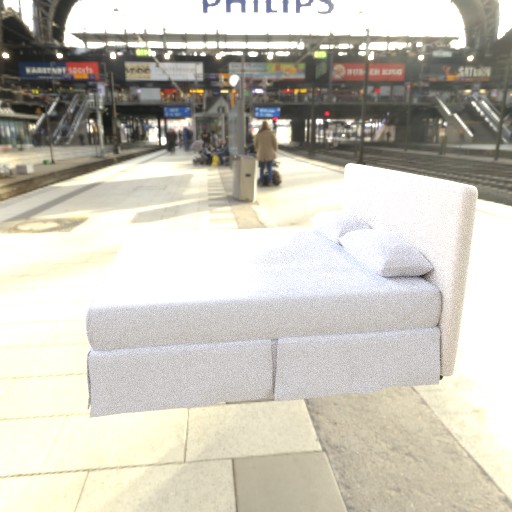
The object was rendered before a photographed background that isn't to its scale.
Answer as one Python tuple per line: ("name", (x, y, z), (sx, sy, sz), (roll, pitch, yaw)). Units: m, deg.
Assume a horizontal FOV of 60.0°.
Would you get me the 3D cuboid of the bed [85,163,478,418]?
("bed", (0.000, 0.000, 3.537), (2.341, 1.317, 2.119), (-2, 16, -8))
